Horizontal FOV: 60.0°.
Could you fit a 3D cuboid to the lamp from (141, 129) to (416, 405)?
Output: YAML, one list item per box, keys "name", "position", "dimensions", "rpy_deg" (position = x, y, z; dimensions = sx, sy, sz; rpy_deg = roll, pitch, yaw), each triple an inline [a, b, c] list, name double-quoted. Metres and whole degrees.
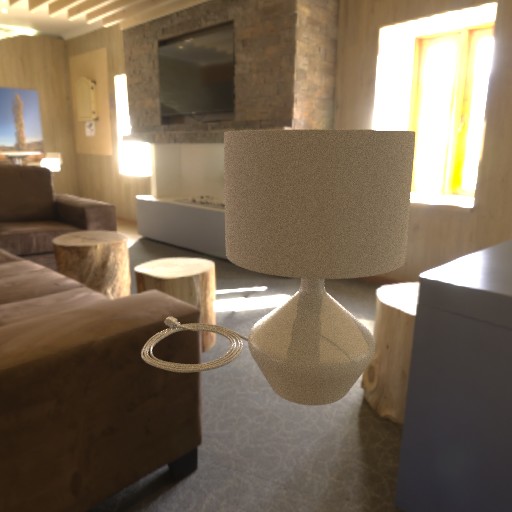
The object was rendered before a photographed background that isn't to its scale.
- name: "lamp"
  position: [0.000, 0.000, 0.859]
  dimensions: [0.401, 0.457, 0.546]
  rpy_deg: [-8, 16, -28]
